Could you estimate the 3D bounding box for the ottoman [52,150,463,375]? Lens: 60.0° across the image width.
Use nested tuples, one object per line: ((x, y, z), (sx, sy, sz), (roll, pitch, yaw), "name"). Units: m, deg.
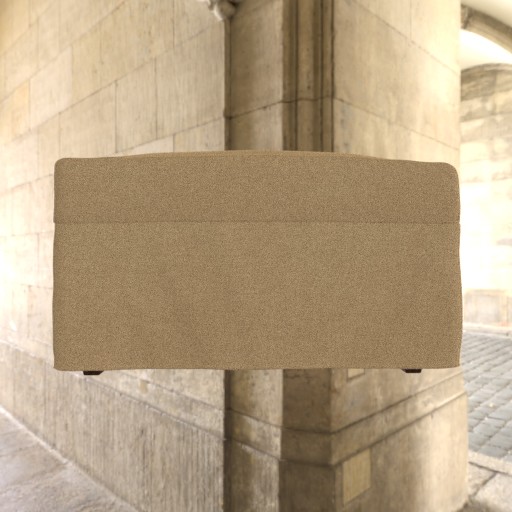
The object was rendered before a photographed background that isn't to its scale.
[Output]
((0.000, 0.000, 1.197), (0.833, 0.485, 0.650), (0, 0, -1), "ottoman")
